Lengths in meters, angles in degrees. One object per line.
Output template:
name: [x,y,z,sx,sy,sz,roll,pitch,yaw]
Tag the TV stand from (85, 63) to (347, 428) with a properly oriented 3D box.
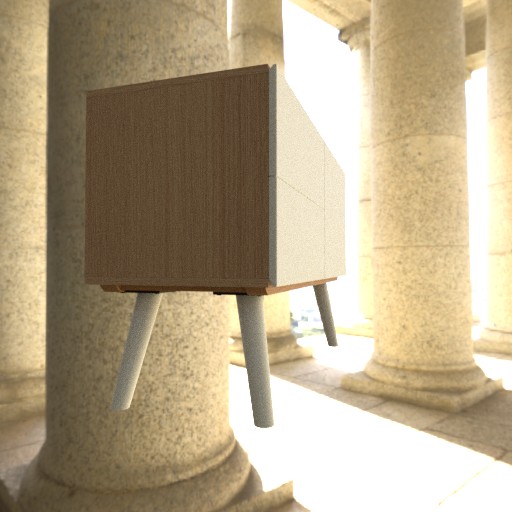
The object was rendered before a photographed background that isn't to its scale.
TV stand: [0.000,0.000,1.309,0.407,0.660,0.991,0,-1,18]
